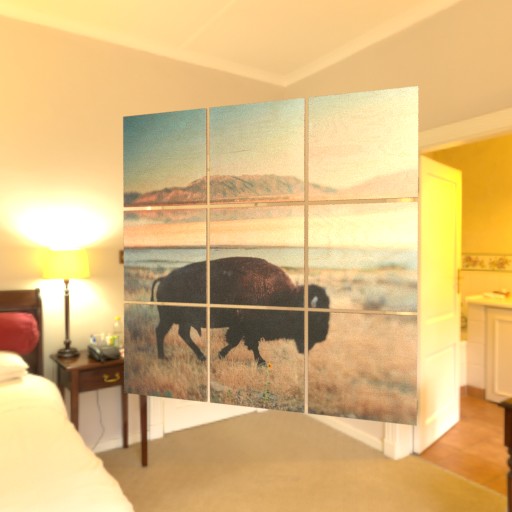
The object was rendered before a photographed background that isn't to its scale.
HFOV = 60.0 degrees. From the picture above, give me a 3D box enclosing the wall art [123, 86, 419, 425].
[{"bbox_3d":[0.000,0.000,2.237,1.533,1.532,0.019,0,1,17],"label":"wall art"}]
